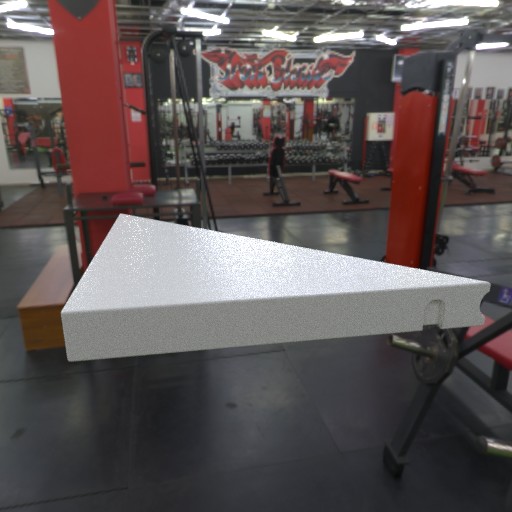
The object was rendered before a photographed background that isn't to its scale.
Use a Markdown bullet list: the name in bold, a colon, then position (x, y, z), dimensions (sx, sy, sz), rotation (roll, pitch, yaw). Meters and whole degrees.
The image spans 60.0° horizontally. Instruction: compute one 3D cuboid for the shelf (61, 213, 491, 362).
- **shelf**: position (0.000, 0.000, 0.440), dimensions (0.296, 0.035, 0.296), rotation (-3, 18, -9)
